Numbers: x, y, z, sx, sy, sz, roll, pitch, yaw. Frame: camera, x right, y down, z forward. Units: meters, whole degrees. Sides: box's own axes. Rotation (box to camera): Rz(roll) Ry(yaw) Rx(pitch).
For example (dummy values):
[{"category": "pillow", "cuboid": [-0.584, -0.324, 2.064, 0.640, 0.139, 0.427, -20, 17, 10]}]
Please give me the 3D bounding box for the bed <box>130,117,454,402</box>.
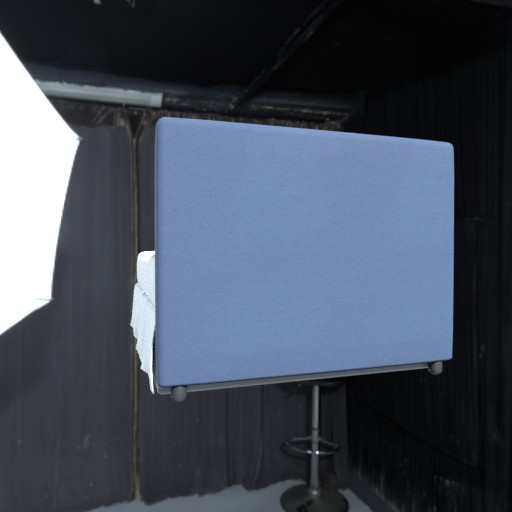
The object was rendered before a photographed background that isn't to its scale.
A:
[{"category": "bed", "cuboid": [0.000, 0.000, 3.262, 1.713, 1.330, 2.162, 0, 1, -18]}]
